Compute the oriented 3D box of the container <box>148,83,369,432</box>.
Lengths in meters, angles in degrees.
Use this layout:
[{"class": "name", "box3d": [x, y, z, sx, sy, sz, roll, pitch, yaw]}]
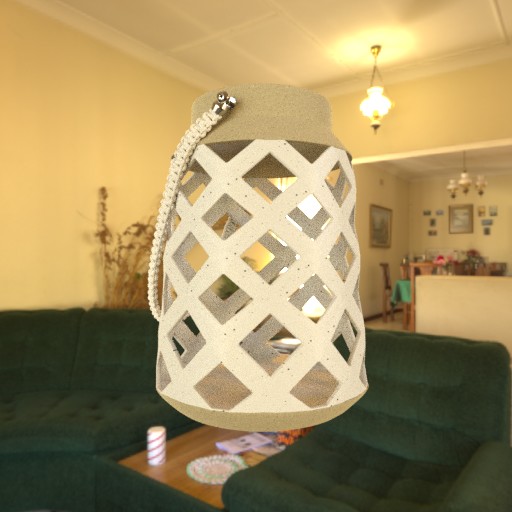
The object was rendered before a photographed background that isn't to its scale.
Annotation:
[{"class": "container", "box3d": [0.000, 0.000, 0.349, 0.172, 0.229, 0.163, 0, 0, 19]}]
